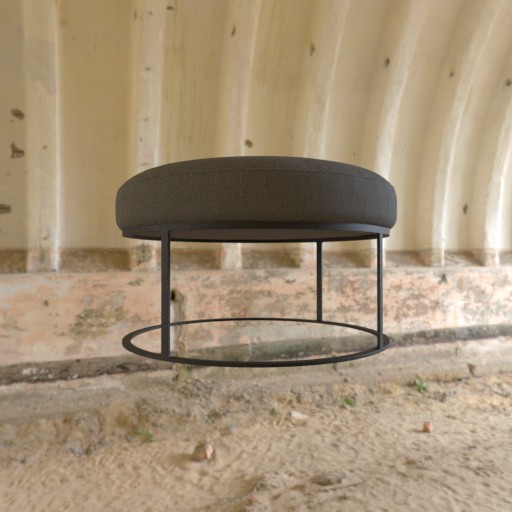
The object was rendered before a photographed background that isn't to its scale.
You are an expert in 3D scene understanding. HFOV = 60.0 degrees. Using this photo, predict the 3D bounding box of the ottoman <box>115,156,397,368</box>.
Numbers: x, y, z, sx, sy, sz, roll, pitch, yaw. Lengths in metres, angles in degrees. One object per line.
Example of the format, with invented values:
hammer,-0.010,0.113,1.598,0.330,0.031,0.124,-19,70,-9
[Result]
ottoman,0.000,0.000,1.264,0.772,0.460,0.772,0,-1,0
